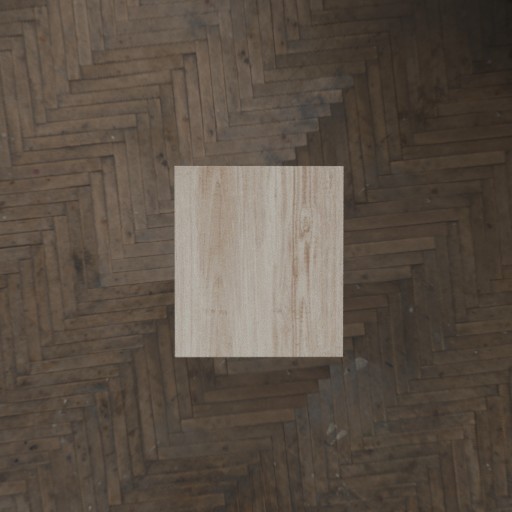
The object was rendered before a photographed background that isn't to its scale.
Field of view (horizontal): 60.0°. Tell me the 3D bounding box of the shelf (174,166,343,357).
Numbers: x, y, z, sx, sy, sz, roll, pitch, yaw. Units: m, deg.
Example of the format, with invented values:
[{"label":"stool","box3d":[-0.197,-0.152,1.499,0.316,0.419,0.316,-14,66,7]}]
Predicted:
[{"label":"shelf","box3d":[0.000,0.000,2.163,0.450,1.960,0.510,0,91,0]}]
